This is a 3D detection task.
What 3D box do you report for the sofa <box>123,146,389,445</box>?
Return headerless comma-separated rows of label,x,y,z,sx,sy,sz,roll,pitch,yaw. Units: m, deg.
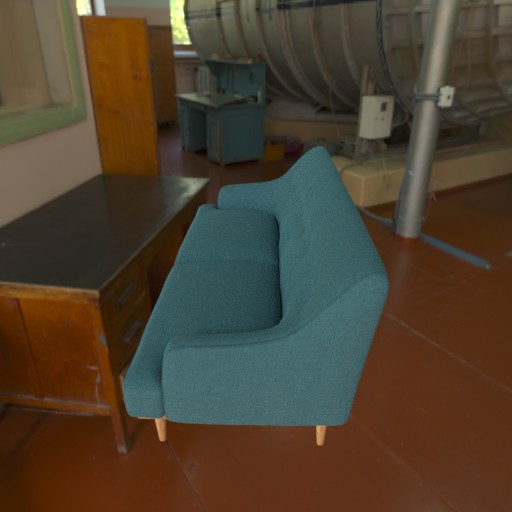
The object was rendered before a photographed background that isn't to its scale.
sofa,0.000,0.000,2.549,0.978,0.871,2.057,1,26,2
